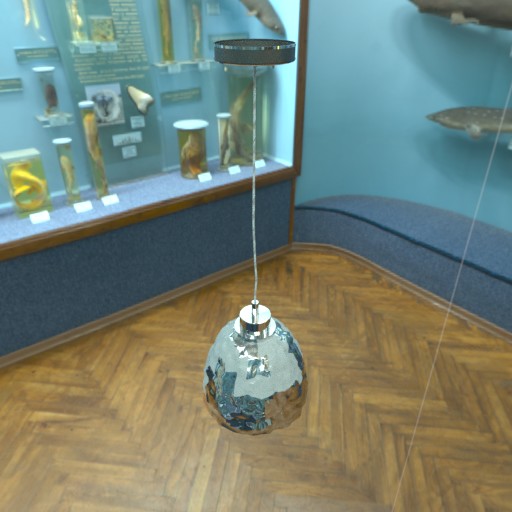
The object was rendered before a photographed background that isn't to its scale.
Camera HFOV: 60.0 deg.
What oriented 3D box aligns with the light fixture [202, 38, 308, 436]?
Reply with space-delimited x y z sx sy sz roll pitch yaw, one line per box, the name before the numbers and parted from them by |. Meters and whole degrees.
light fixture | 0.000 0.000 1.734 0.500 1.511 0.496 -21 37 -31
